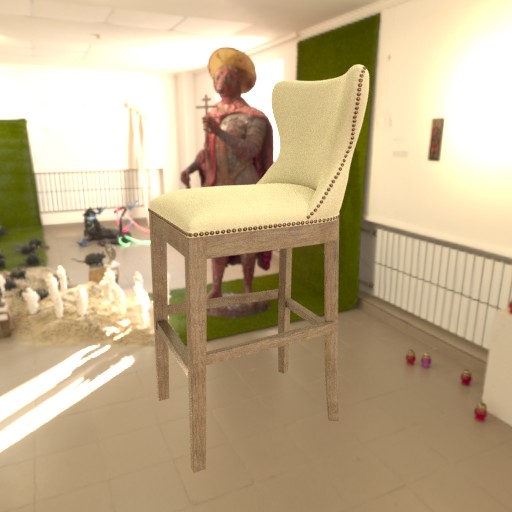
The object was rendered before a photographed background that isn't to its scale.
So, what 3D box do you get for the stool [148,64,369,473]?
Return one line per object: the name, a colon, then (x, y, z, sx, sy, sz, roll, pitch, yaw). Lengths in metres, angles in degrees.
stool: (0.000, 0.000, 1.436, 0.606, 1.123, 0.494, -7, 17, -25)
